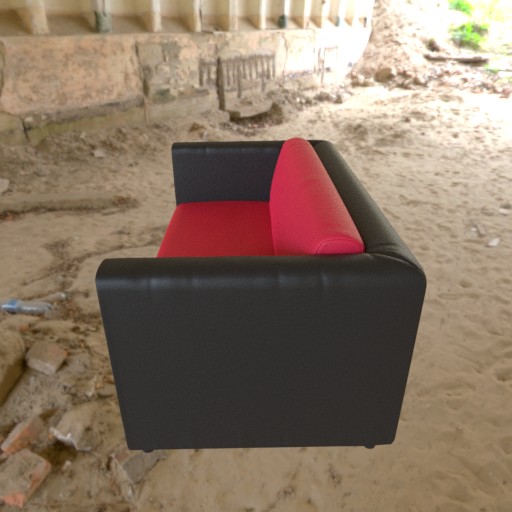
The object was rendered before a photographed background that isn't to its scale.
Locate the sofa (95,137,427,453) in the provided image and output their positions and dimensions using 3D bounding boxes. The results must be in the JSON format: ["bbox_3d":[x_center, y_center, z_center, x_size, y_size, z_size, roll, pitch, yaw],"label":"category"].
[{"bbox_3d":[0.000,0.000,1.851,0.845,0.735,1.410,-1,28,-1],"label":"sofa"}]
